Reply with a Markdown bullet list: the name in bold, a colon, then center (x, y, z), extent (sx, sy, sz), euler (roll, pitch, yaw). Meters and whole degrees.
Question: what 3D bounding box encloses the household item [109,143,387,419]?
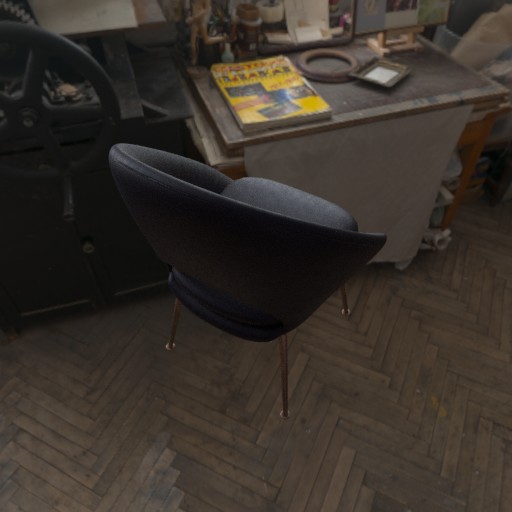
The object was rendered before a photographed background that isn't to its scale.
- **household item**: center (0.000, 0.000, 1.216), extent (0.623, 0.852, 0.573), euler (25, 52, 21)
